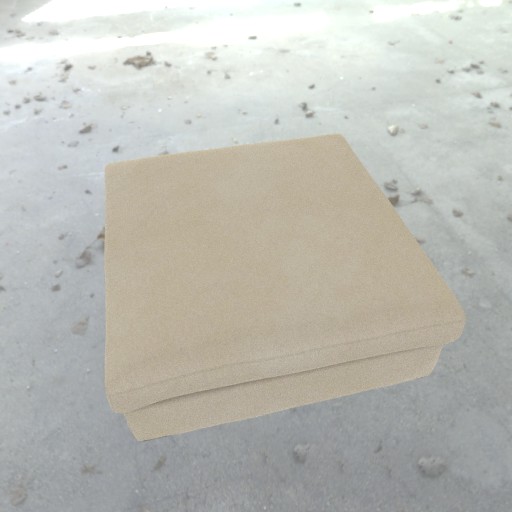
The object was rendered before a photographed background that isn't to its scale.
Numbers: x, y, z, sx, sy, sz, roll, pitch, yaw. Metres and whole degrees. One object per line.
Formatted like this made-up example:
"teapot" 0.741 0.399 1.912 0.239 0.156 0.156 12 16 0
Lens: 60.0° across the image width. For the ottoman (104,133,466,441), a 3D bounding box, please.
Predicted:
"ottoman" 0.000 0.000 1.871 1.190 0.522 1.205 -10 47 -9
